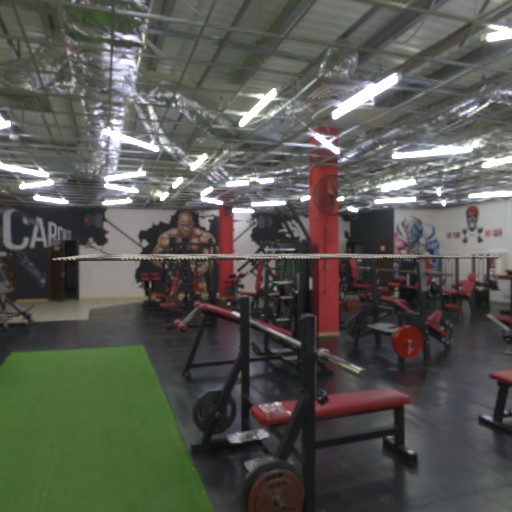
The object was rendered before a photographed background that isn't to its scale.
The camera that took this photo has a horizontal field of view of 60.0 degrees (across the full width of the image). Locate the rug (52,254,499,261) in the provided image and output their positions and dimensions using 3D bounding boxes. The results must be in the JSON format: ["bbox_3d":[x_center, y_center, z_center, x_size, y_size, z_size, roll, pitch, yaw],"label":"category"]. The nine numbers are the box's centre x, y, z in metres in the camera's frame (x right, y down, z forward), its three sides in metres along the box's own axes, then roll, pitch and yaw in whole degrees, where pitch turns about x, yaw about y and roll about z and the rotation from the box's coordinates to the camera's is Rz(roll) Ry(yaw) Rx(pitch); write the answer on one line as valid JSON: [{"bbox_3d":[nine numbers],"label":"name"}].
[{"bbox_3d":[0.000,0.000,4.005,3.048,0.016,2.438,0,1,-17],"label":"rug"}]
